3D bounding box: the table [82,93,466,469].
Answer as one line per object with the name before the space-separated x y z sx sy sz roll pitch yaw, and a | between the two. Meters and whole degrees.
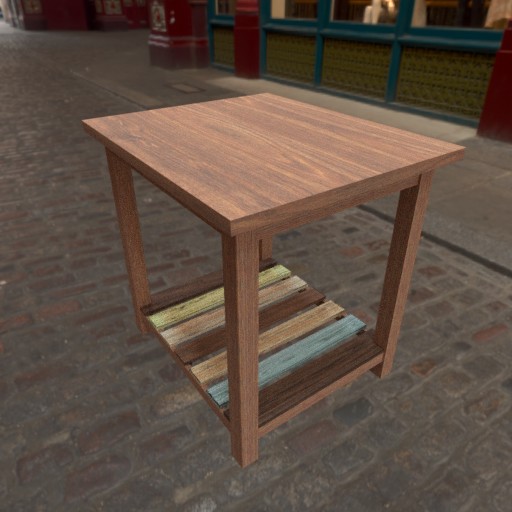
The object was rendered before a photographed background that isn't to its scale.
table | 0.000 0.000 1.140 0.559 0.635 0.660 -20 37 -30
